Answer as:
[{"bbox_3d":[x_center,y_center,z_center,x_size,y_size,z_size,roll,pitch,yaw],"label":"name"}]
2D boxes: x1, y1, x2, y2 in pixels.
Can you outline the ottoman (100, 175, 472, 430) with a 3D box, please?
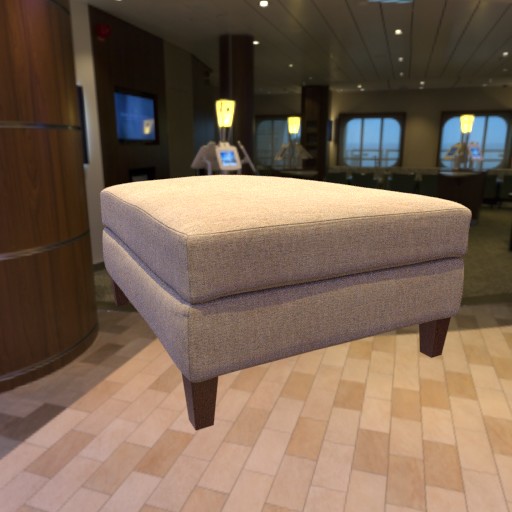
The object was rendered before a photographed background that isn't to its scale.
[{"bbox_3d":[0.000,0.000,1.456,0.836,0.492,0.976,-7,16,-27],"label":"ottoman"}]
